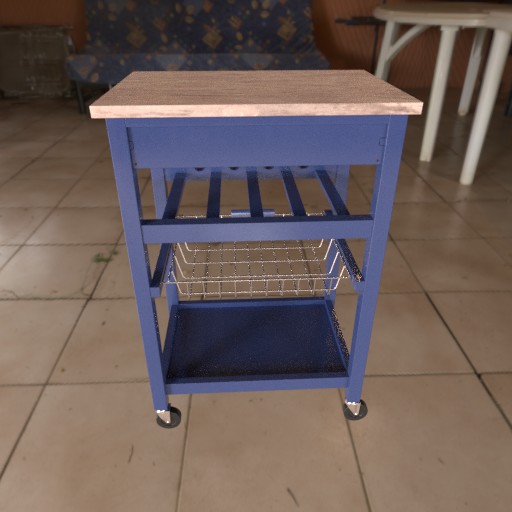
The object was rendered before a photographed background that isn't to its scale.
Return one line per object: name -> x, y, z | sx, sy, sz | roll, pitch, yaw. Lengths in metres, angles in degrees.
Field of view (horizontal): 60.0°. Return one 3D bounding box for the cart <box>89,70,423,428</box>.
cart -> 0.000, 0.000, 1.145 | 0.584, 0.839, 0.403 | -2, 30, -3
